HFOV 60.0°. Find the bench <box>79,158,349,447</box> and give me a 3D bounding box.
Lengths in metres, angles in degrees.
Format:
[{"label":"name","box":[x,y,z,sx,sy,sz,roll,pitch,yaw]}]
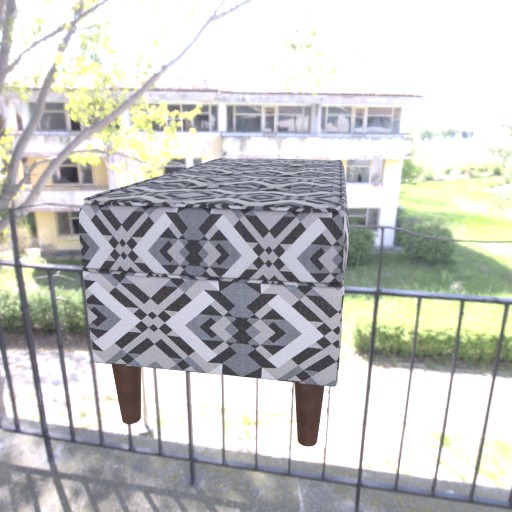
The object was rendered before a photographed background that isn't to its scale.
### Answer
[{"label":"bench","box":[0.000,0.000,1.279,0.492,0.477,1.016,3,17,10]}]
